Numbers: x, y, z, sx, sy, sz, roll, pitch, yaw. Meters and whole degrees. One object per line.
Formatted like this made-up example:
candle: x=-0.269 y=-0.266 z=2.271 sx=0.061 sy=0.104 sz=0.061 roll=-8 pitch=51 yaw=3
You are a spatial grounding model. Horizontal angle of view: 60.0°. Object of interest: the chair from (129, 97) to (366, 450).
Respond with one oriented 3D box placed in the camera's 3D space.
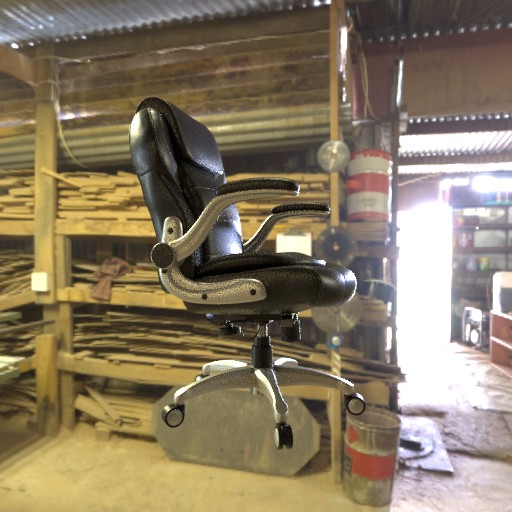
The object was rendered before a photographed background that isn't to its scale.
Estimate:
chair: x=0.000 y=0.000 z=1.672 sx=0.801 sy=1.141 sz=0.724 roll=0 pitch=0 yaw=17
